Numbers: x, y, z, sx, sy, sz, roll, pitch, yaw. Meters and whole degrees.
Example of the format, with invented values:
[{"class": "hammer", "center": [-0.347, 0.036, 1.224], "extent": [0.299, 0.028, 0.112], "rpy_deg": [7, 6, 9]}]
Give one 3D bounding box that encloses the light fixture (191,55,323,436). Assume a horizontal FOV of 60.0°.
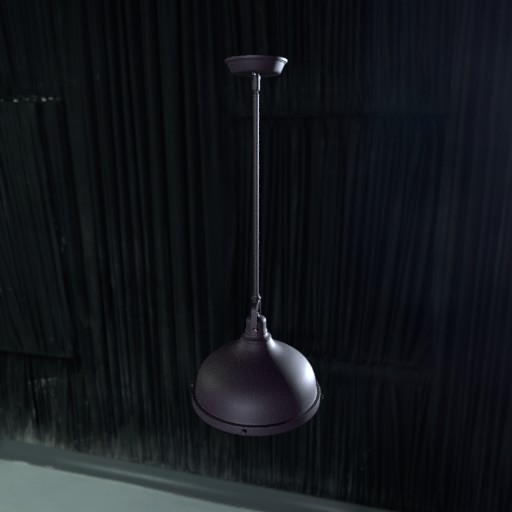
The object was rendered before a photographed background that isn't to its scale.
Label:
[{"class": "light fixture", "center": [0.000, 0.000, 1.041], "extent": [0.341, 0.849, 0.341], "rpy_deg": [3, 15, 9]}]
